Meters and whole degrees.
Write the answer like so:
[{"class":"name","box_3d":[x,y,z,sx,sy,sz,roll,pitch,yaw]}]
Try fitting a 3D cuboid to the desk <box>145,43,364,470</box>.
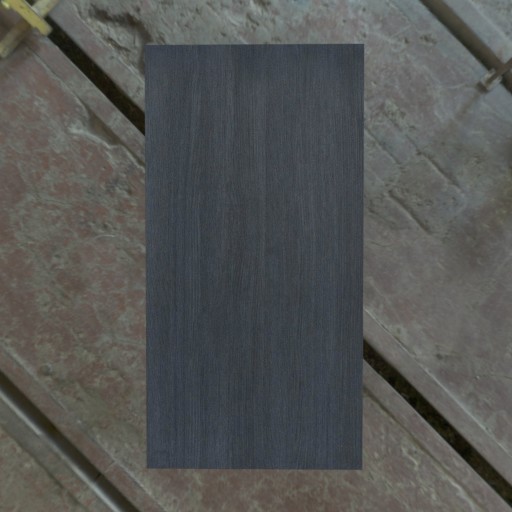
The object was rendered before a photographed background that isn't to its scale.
[{"class":"desk","box_3d":[0.000,0.000,1.504,0.560,0.730,1.096,0,91,1]}]
